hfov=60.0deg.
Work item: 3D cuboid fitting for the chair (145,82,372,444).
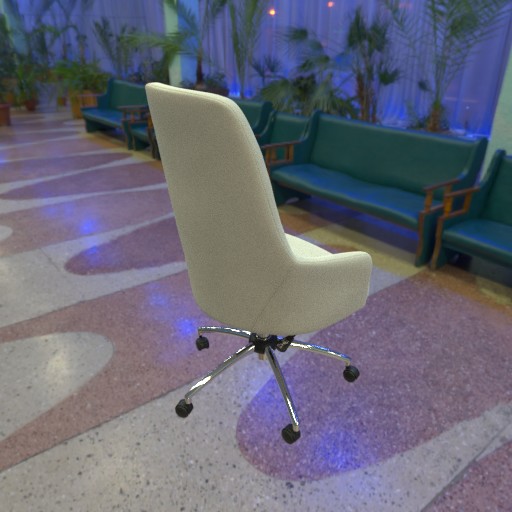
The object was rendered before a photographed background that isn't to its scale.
[{"bbox_3d":[0.000,0.000,1.419,0.640,1.049,0.620,-18,32,-32],"label":"chair"}]
